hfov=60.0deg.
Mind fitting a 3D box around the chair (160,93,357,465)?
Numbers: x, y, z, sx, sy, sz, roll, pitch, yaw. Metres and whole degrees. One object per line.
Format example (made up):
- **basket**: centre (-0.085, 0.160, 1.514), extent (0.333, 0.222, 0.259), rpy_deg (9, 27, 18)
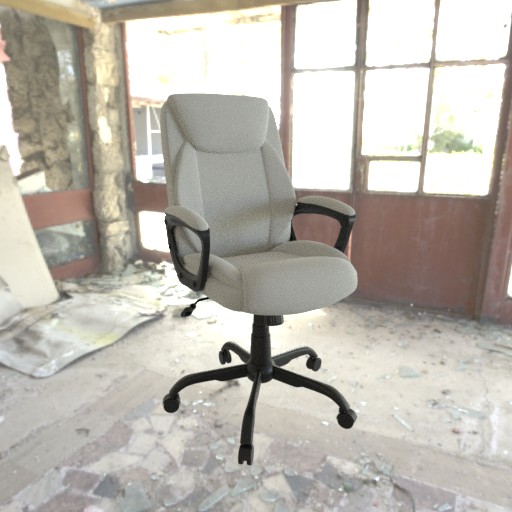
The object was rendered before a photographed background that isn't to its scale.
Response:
- **chair**: centre (0.000, 0.000, 1.484), extent (0.663, 1.065, 0.669), rpy_deg (-8, 17, -27)
